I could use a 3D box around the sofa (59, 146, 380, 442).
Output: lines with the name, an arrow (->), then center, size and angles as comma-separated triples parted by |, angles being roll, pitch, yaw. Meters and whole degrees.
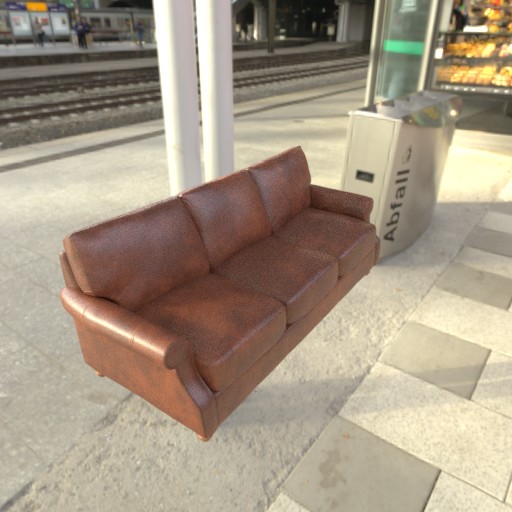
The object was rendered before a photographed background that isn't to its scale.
sofa -> 0.000, 0.000, 2.935 | 0.973, 0.977, 2.351 | 18, 32, 31
